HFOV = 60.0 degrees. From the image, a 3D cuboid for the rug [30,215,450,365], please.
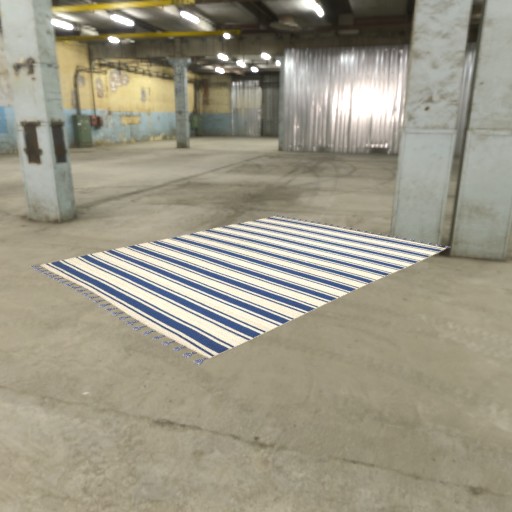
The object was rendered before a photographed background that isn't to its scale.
[{"bbox_3d":[0.000,0.000,4.371,2.471,0.016,3.416,16,23,42],"label":"rug"}]
